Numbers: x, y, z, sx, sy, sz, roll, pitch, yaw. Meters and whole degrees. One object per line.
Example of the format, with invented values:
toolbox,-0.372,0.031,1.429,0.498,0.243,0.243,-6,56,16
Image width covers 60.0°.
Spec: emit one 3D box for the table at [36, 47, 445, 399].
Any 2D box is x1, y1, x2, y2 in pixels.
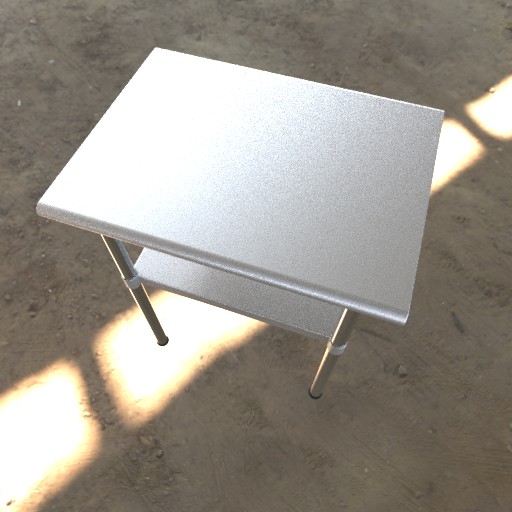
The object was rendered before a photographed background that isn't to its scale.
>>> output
table,0.000,0.000,1.359,0.762,0.876,0.584,16,60,10
